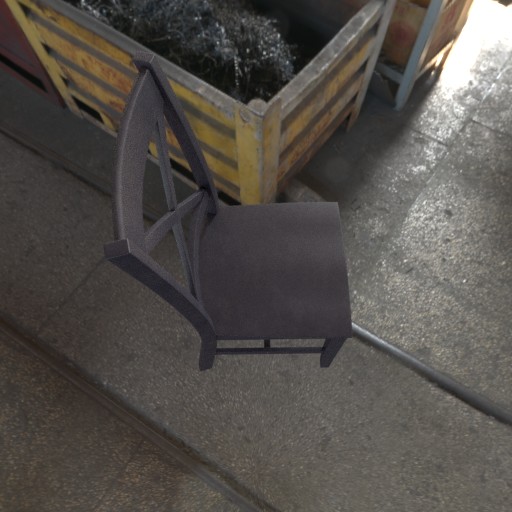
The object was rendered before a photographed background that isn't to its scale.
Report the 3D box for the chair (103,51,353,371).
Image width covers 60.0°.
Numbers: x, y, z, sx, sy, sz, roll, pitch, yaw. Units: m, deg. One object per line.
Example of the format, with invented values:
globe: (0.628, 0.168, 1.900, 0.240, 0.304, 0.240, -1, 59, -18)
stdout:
chair: (0.000, 0.000, 1.266, 0.542, 0.983, 0.485, -1, 64, 0)
